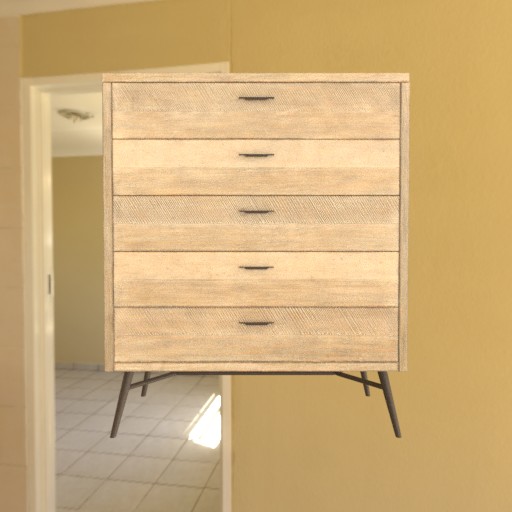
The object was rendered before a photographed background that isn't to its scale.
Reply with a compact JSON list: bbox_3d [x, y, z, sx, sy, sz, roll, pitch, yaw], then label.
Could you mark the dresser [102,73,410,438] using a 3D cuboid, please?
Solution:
[{"bbox_3d":[0.000,0.000,1.696,1.016,1.219,0.457,0,1,0],"label":"dresser"}]
